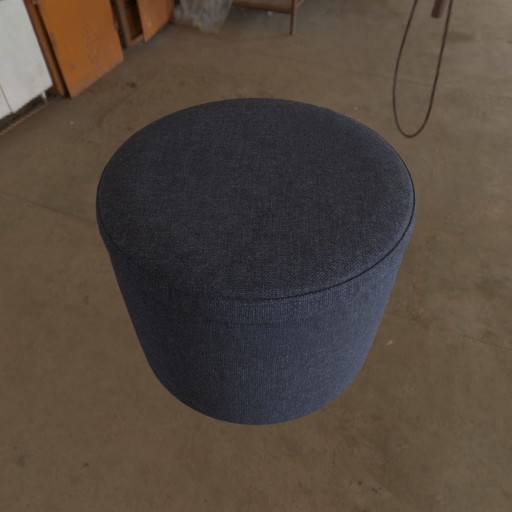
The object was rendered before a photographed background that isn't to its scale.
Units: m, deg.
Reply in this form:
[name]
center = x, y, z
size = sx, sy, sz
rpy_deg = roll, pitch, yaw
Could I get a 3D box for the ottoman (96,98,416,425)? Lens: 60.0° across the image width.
[ottoman]
center = 0.000, 0.000, 0.867
size = 0.520, 0.430, 0.520
rpy_deg = 0, 48, 0
